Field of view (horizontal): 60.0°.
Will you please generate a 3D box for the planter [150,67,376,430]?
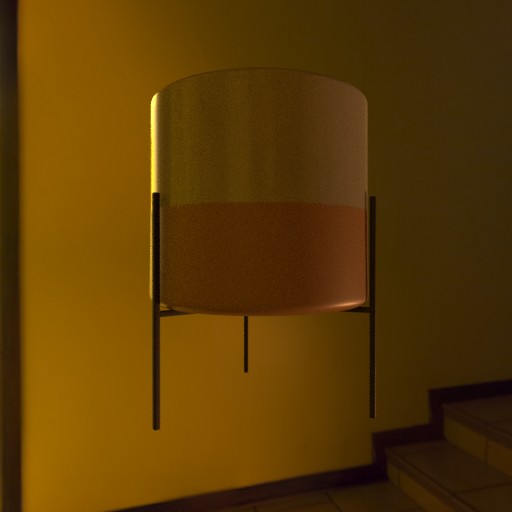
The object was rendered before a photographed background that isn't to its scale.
[{"bbox_3d":[0.000,0.000,0.722,0.360,0.480,0.348,0,1,-38],"label":"planter"}]
